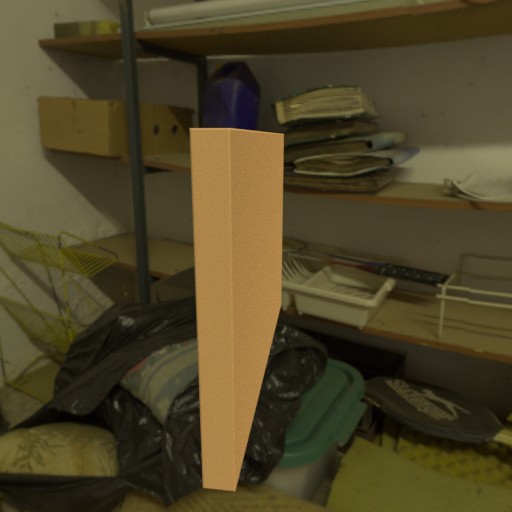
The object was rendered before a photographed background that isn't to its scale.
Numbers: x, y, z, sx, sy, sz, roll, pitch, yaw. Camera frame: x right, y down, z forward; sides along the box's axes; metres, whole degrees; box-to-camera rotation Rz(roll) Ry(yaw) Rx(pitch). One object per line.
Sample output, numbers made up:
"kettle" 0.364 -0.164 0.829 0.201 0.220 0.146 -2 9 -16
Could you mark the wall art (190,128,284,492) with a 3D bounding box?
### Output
"wall art" 0.000 0.000 0.759 0.039 0.407 0.609 2 15 8
